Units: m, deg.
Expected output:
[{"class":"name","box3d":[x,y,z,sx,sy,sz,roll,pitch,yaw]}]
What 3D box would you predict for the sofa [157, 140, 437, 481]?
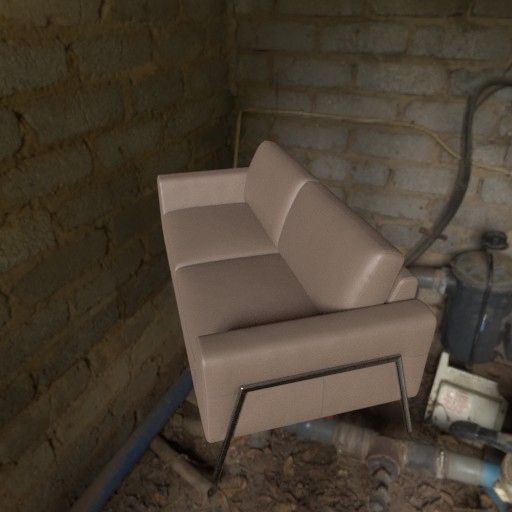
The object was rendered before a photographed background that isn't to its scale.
[{"class":"sofa","box3d":[0.000,0.000,2.548,0.953,0.875,2.017,-8,31,-13]}]
